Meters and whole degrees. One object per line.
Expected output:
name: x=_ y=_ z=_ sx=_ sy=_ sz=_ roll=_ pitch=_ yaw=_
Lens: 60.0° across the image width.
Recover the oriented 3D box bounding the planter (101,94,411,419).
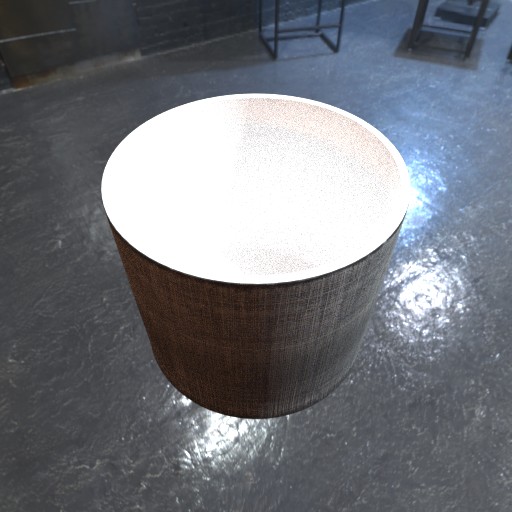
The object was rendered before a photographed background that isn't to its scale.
planter: x=0.000 y=0.000 z=0.454 sx=0.254 sy=0.221 sz=0.254 roll=0 pitch=47 yaw=0
